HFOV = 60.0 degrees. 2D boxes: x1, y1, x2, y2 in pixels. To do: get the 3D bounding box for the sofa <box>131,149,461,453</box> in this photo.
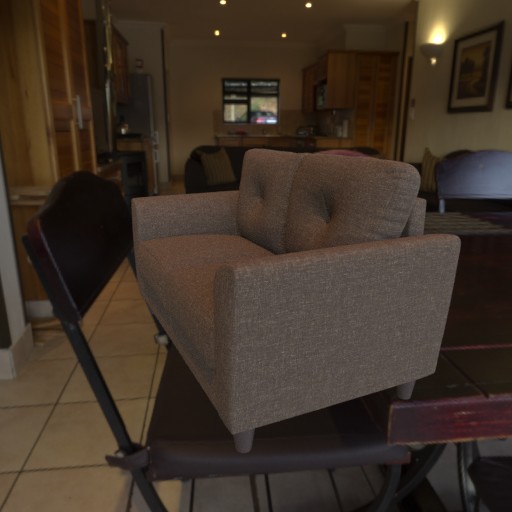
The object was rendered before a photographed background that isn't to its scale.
[{"bbox_3d":[0.000,0.000,1.962,0.851,0.885,1.423,-7,17,-25],"label":"sofa"}]
